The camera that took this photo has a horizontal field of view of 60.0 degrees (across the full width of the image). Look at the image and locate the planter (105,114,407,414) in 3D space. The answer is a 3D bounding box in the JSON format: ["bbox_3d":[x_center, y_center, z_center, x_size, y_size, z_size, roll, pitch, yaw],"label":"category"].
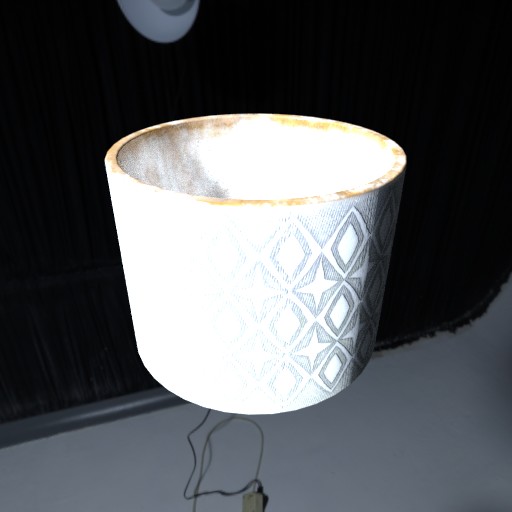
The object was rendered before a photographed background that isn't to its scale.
[{"bbox_3d":[0.000,0.000,0.445,0.255,0.223,0.255,0,30,0],"label":"planter"}]
